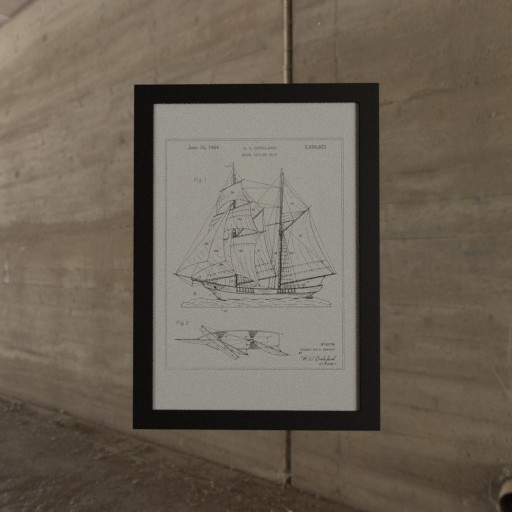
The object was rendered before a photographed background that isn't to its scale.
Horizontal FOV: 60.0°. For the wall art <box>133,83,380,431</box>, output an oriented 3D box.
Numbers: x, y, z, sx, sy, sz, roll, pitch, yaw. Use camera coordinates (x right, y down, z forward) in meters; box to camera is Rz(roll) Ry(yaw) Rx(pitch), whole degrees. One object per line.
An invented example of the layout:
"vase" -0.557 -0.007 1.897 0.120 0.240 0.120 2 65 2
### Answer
"wall art" 0.000 0.000 0.592 0.326 0.459 0.011 0 -1 1
